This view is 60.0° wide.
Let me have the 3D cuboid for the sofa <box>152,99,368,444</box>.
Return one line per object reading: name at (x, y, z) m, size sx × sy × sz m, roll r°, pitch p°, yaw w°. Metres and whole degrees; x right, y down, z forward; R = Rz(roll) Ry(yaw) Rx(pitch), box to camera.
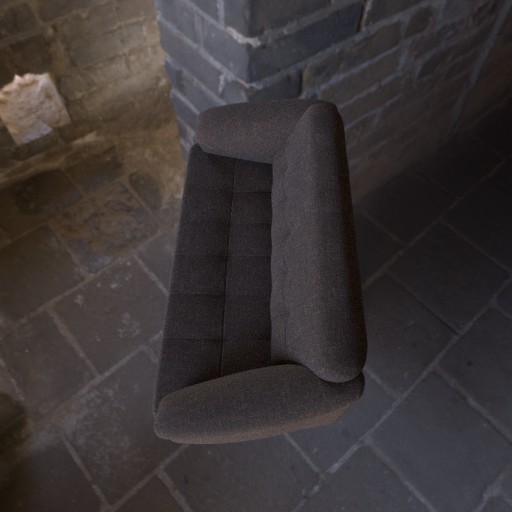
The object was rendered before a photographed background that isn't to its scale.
sofa at (0.000, 0.000, 2.303) m, size 0.887 × 0.790 × 1.849 m, roll 1°, pitch 59°, yaw 1°
